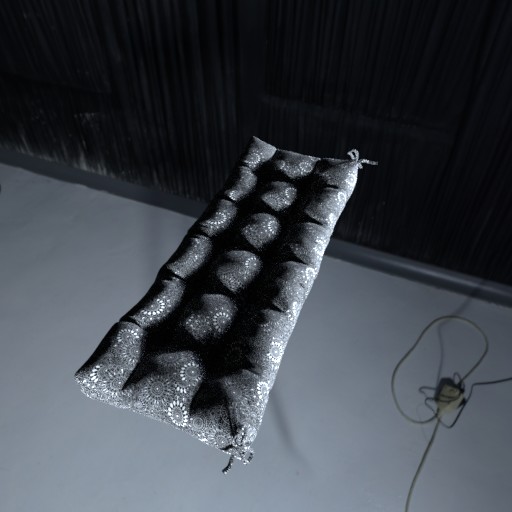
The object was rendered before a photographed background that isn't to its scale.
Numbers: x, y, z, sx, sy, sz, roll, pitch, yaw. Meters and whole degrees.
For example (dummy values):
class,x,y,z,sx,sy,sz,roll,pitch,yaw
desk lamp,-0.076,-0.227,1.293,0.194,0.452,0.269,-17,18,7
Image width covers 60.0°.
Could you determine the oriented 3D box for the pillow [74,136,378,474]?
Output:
class,x,y,z,sx,sy,sz,roll,pitch,yaw
pillow,0.000,0.000,1.348,0.511,0.174,1.194,16,49,15
